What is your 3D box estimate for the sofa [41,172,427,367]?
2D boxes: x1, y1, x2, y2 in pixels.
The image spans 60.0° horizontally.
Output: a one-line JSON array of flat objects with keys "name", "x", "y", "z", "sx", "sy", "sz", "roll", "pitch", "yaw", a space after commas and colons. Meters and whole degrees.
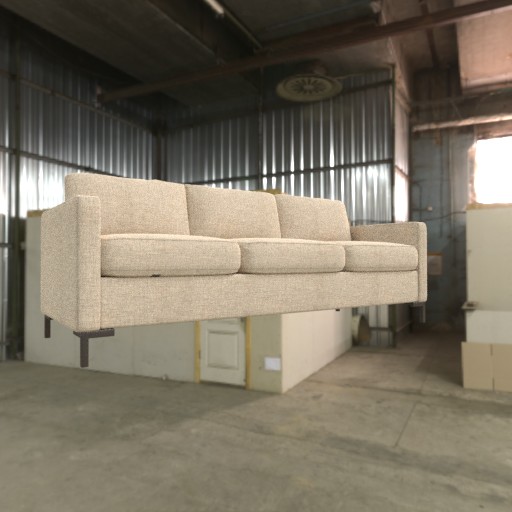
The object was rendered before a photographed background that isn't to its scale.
[{"name": "sofa", "x": 0.000, "y": 0.000, "z": 2.647, "sx": 2.218, "sy": 0.874, "sz": 0.859, "roll": 0, "pitch": -1, "yaw": -35}]
